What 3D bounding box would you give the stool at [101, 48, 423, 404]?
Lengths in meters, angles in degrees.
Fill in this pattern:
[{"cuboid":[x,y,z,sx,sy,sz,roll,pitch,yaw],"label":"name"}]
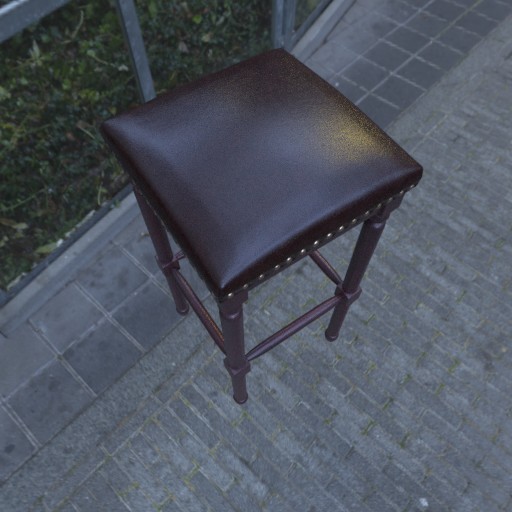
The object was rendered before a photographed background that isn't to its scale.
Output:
[{"cuboid":[0.000,0.000,0.993,0.382,0.768,0.383,-30,63,-17],"label":"stool"}]
